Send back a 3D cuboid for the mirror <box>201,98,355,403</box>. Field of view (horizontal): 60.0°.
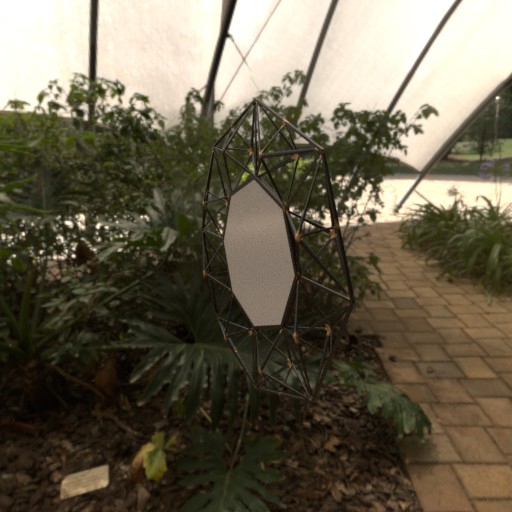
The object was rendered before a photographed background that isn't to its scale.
[{"bbox_3d":[0.000,0.000,1.054,0.094,0.710,0.710,-8,16,-27],"label":"mirror"}]
